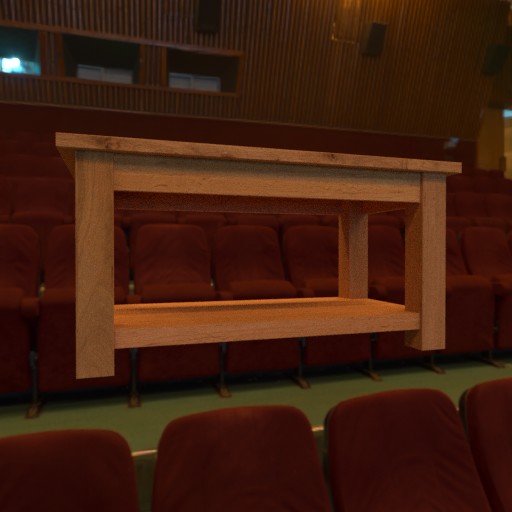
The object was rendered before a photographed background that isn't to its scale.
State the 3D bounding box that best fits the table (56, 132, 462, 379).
[{"bbox_3d":[0.000,0.000,1.150,0.899,0.452,0.450,0,1,-18],"label":"table"}]
